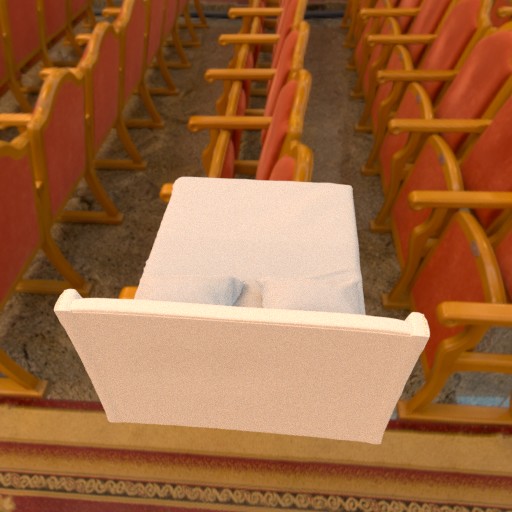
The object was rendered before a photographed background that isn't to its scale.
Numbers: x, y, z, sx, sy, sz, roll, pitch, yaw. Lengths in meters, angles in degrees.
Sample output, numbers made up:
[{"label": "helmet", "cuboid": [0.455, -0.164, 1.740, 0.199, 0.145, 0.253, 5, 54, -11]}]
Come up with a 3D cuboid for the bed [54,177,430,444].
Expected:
[{"label": "bed", "cuboid": [0.000, 0.000, 3.454, 1.925, 1.332, 2.276, 4, 45, 4]}]
